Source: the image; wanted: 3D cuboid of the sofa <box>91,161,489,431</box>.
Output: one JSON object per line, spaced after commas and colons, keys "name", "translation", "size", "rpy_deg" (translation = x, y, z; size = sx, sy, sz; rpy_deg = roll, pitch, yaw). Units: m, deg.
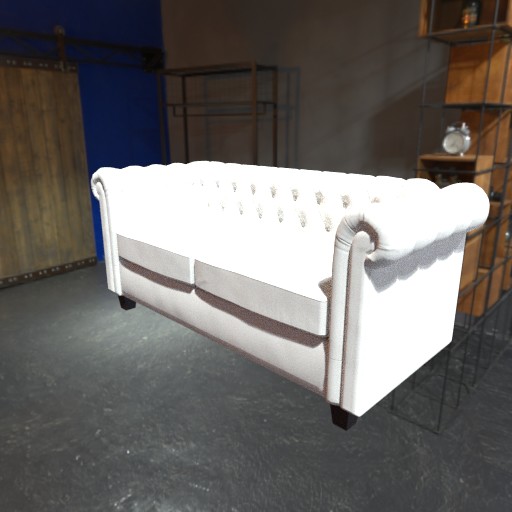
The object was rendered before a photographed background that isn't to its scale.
{"name": "sofa", "translation": [0.000, 0.000, 2.145], "size": [1.798, 0.796, 0.771], "rpy_deg": [16, 22, 42]}
